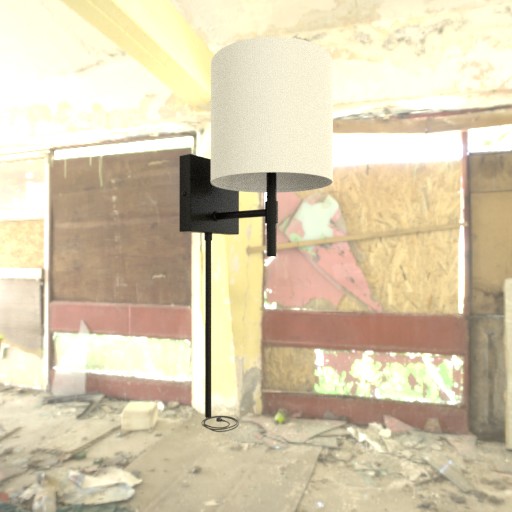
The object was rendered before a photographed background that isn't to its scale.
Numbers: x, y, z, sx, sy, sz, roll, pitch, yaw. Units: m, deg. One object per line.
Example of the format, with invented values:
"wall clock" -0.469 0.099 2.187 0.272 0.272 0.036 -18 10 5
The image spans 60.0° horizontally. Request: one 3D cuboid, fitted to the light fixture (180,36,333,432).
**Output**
"light fixture" 0.000 0.000 0.706 0.248 0.589 0.188 0 0 37
